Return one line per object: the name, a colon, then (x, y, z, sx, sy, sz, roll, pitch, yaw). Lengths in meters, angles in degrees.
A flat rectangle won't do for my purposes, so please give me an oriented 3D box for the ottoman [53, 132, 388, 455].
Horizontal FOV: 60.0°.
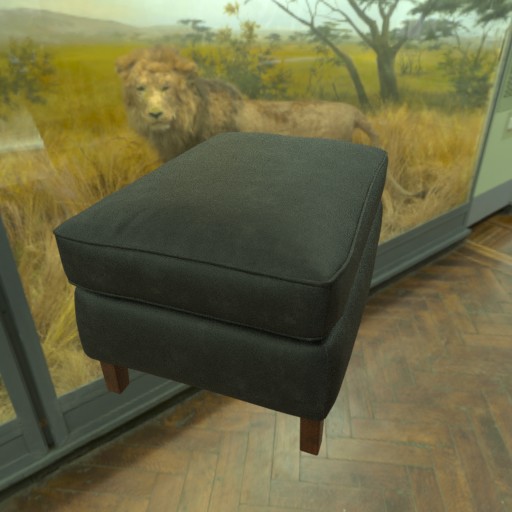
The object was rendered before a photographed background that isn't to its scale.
ottoman: (0.000, 0.000, 0.975, 0.501, 0.413, 0.665, 10, 31, 18)
